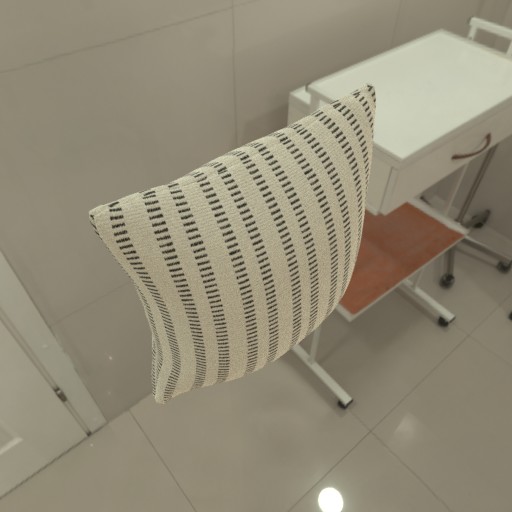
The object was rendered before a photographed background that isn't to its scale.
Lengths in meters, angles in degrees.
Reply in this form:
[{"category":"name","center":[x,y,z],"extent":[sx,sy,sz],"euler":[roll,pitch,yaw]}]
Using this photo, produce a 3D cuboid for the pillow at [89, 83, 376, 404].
[{"category":"pillow","center":[0.000,0.000,0.683],"extent":[0.438,0.419,0.247],"euler":[-32,55,-26]}]
